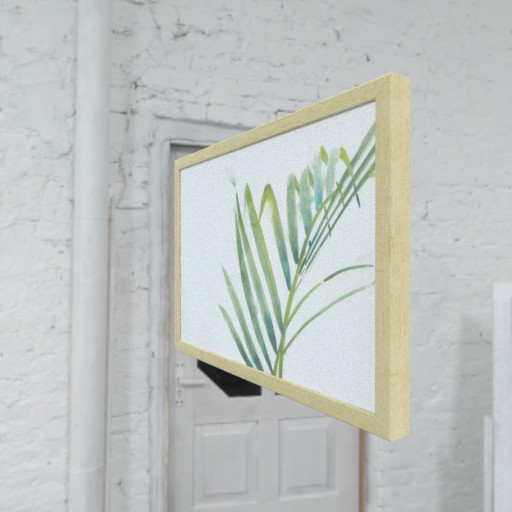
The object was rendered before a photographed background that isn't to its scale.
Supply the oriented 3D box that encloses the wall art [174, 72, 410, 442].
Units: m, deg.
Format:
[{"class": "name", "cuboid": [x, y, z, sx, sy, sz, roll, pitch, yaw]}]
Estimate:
[{"class": "wall art", "cuboid": [0.000, 0.000, 0.683, 0.032, 0.381, 0.533, 0, 0, -35]}]
